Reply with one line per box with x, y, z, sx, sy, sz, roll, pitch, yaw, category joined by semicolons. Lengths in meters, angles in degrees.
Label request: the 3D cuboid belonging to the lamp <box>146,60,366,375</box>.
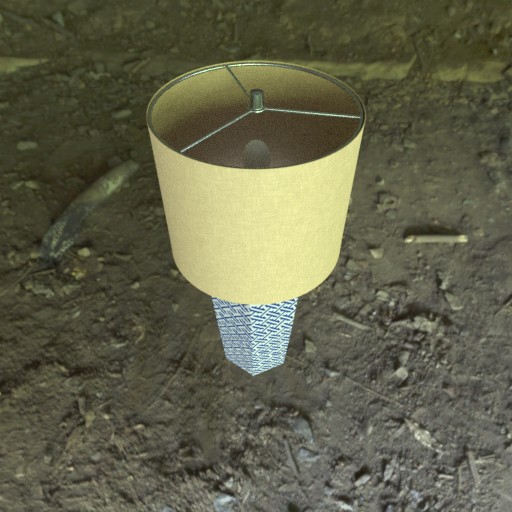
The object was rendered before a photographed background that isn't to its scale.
0.000;0.000;0.885;0.320;0.682;0.320;32;54;27;lamp
